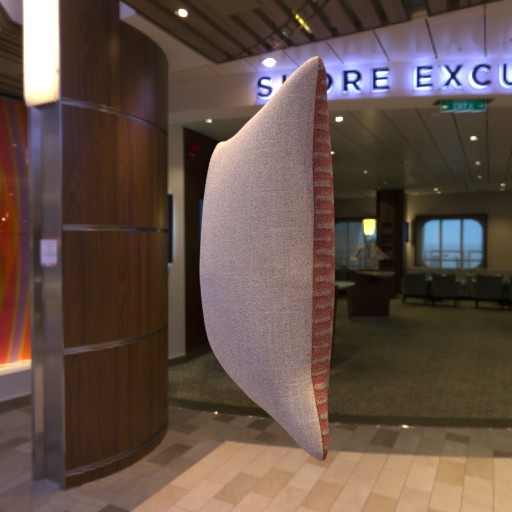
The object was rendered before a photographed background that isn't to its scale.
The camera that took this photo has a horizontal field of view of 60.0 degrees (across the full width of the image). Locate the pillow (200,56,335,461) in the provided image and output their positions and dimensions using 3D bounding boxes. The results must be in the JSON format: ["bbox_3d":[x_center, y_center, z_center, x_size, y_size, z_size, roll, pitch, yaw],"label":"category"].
[{"bbox_3d":[0.000,0.000,0.787,0.182,0.503,0.511,-1,2,-18],"label":"pillow"}]
